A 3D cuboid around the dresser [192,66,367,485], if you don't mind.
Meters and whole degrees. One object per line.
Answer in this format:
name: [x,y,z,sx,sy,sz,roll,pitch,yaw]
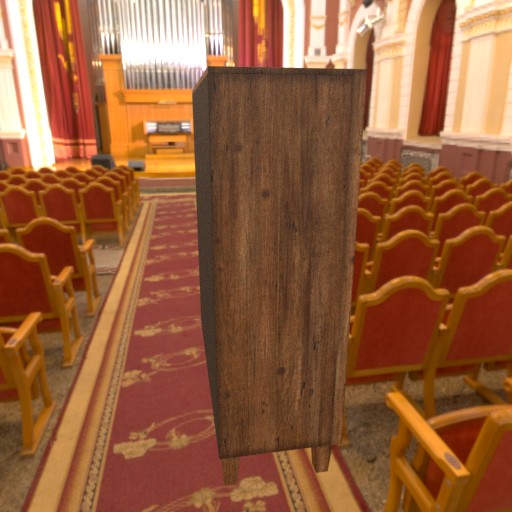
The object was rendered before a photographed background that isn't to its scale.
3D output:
dresser: [0.000,0.000,1.865,0.438,1.359,1.067,-3,17,-10]
